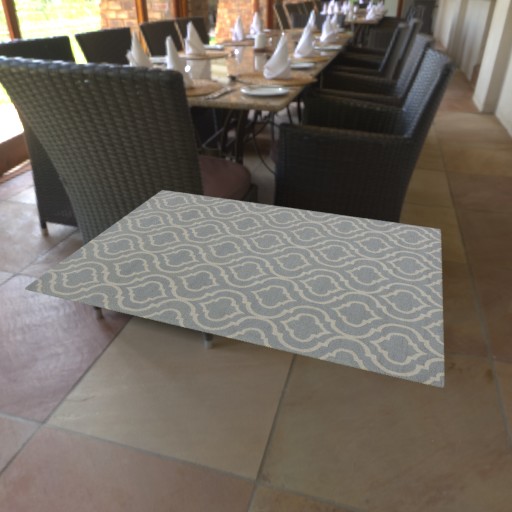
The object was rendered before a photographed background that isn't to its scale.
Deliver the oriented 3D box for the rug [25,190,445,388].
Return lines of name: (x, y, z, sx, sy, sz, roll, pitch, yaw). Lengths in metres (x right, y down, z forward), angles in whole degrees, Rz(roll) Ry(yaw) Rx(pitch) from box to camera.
rug: (0.000, 0.000, 2.629, 2.080, 0.010, 1.451, 10, 32, 16)
